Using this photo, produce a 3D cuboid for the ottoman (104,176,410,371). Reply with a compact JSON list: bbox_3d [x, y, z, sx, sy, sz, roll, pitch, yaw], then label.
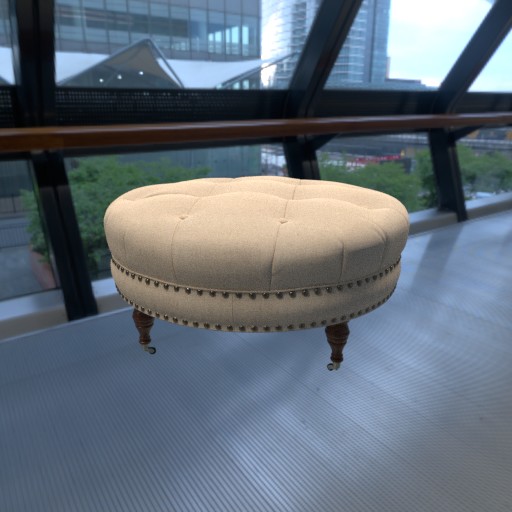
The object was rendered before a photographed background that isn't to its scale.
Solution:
[{"bbox_3d":[0.000,0.000,1.469,0.940,0.483,0.940,0,18,0],"label":"ottoman"}]
